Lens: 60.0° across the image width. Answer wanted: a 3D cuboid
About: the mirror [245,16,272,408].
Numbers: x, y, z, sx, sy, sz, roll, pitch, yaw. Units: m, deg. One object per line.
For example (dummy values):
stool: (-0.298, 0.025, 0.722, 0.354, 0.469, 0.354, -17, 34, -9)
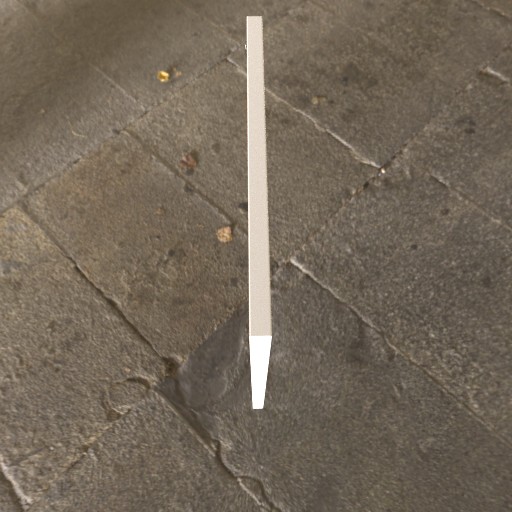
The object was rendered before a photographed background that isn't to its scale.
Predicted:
mirror: (0.000, 0.000, 1.334, 0.040, 1.016, 0.762, -1, 65, 0)
